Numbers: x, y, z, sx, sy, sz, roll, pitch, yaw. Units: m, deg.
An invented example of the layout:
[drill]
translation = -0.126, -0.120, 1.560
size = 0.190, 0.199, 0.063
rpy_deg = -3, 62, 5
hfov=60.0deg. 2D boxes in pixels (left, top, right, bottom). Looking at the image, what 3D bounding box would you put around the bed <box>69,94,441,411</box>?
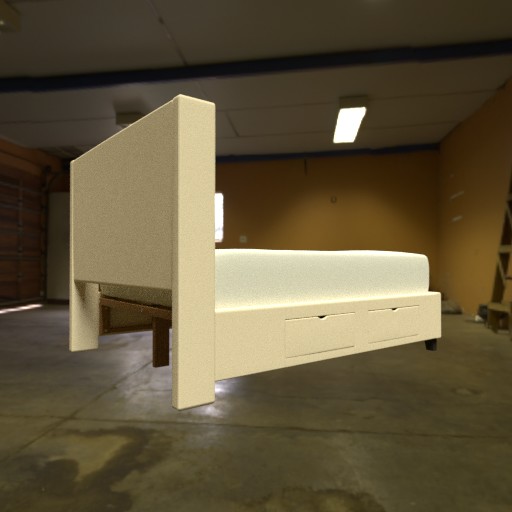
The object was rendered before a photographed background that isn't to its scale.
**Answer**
[bed]
translation = 0.000, 0.000, 3.433
size = 2.280, 1.471, 1.765
rpy_deg = 1, -1, -38
